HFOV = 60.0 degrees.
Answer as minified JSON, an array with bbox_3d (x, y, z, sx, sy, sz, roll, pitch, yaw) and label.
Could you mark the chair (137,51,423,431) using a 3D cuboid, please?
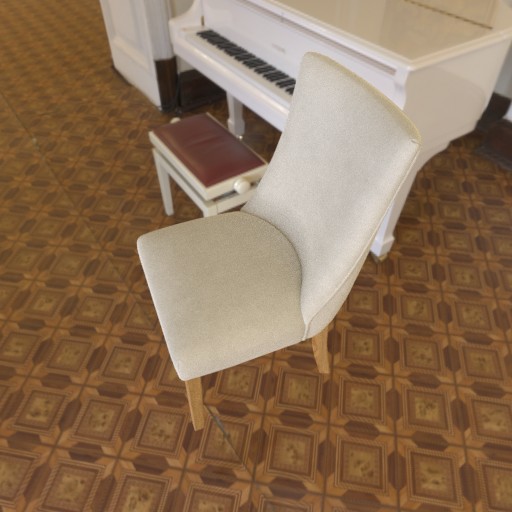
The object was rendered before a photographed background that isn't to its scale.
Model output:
[{"bbox_3d":[0.000,0.000,1.256,0.610,0.902,0.495,-16,48,-15],"label":"chair"}]
